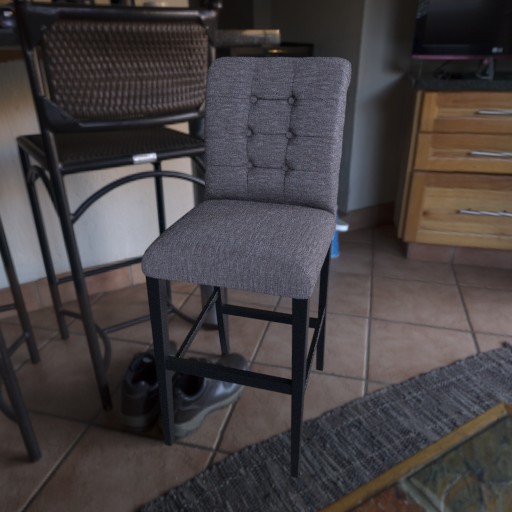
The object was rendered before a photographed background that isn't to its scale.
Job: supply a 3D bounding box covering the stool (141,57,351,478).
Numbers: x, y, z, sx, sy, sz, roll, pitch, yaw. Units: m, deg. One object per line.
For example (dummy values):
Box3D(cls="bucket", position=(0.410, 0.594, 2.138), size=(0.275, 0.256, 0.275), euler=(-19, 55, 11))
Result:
Box3D(cls="stool", position=(0.000, 0.000, 1.384), size=(0.452, 1.131, 0.613), euler=(7, 25, 15))
